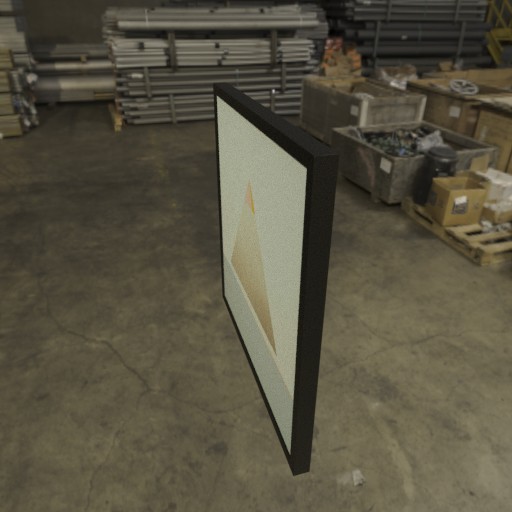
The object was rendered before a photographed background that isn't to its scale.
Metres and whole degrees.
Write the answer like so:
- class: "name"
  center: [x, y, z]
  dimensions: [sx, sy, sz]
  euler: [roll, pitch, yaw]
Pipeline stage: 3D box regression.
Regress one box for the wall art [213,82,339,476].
- class: "wall art"
  center: [0.000, 0.000, 1.181]
  dimensions: [0.042, 0.766, 0.769]
  euler: [-8, 30, -14]
